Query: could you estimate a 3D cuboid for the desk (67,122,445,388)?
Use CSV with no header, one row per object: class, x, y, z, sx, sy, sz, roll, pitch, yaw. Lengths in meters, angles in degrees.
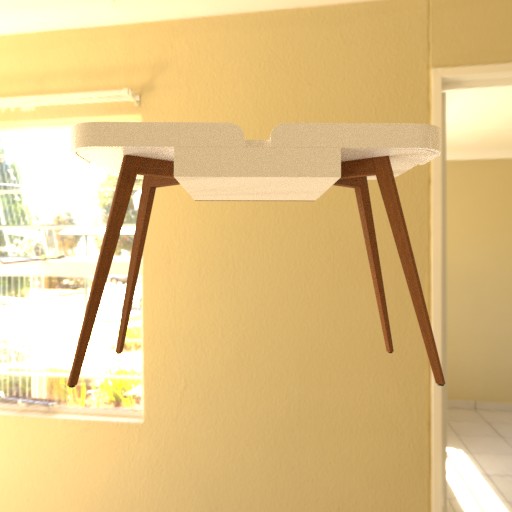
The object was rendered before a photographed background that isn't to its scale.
desk,0.000,0.000,1.613,1.206,0.807,0.534,0,-1,-1
